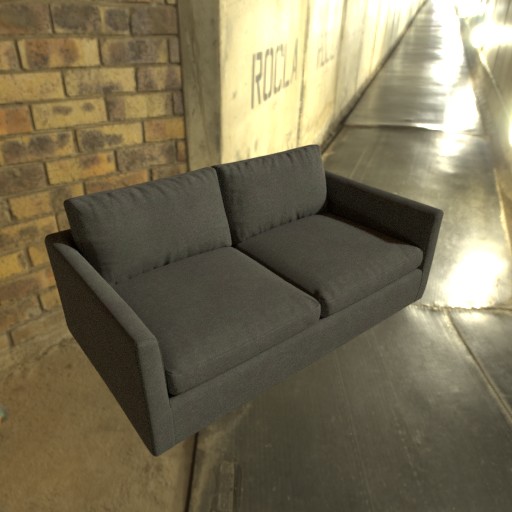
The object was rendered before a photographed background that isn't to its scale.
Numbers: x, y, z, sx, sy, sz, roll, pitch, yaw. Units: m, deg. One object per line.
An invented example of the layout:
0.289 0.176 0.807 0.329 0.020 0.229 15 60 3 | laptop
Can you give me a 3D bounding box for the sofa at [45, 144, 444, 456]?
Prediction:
0.000 0.000 2.487 1.909 0.845 1.091 -21 35 -33 | sofa
